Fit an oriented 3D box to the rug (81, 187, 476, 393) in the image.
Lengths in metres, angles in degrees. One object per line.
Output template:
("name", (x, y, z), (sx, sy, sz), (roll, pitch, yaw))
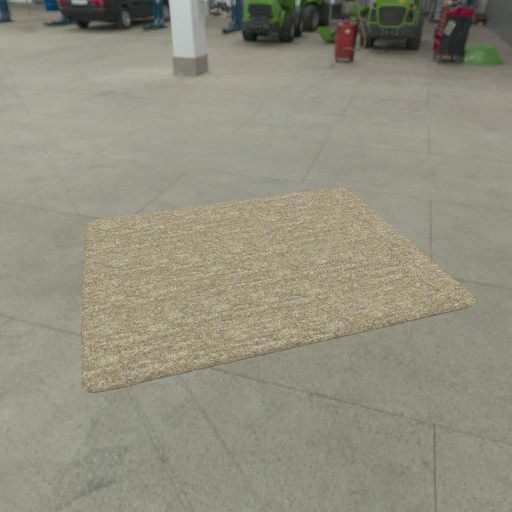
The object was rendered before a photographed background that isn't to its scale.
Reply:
("rug", (0.000, 0.000, 3.838), (2.873, 0.050, 2.242), (-10, 34, -15))
